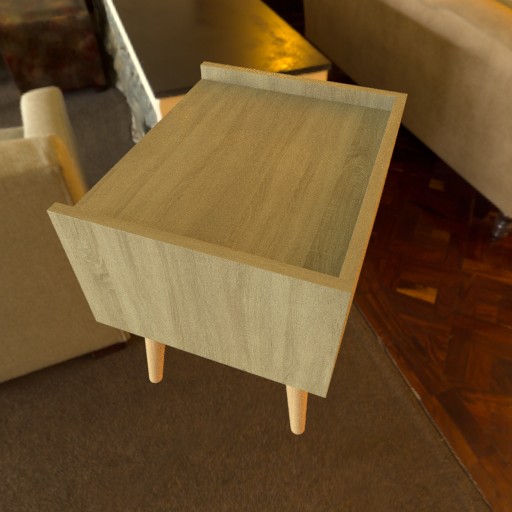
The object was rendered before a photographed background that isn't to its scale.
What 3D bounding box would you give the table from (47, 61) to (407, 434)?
[{"bbox_3d":[0.000,0.000,0.804,0.370,0.470,0.450,15,48,14],"label":"table"}]
